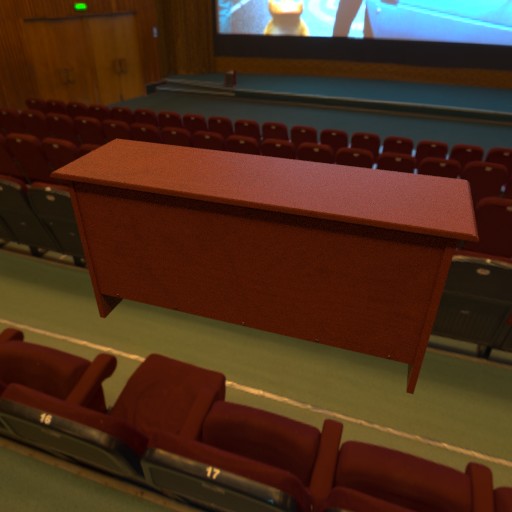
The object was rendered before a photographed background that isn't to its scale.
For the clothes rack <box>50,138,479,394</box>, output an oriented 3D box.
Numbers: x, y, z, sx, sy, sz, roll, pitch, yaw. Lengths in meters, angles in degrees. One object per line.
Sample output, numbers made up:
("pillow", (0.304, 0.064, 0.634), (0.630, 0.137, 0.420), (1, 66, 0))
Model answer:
("clothes rack", (0.000, 0.000, 1.526), (1.251, 0.594, 0.362), (10, 34, 16))
